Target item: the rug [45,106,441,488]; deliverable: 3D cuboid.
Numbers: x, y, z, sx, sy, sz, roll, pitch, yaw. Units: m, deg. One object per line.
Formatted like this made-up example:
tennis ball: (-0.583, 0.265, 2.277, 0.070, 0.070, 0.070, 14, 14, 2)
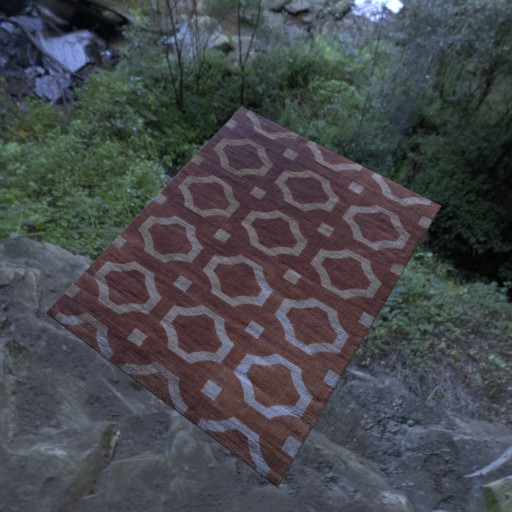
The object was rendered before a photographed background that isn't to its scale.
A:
rug: (0.000, 0.000, 4.208, 2.466, 0.021, 3.049, 31, 66, 15)
